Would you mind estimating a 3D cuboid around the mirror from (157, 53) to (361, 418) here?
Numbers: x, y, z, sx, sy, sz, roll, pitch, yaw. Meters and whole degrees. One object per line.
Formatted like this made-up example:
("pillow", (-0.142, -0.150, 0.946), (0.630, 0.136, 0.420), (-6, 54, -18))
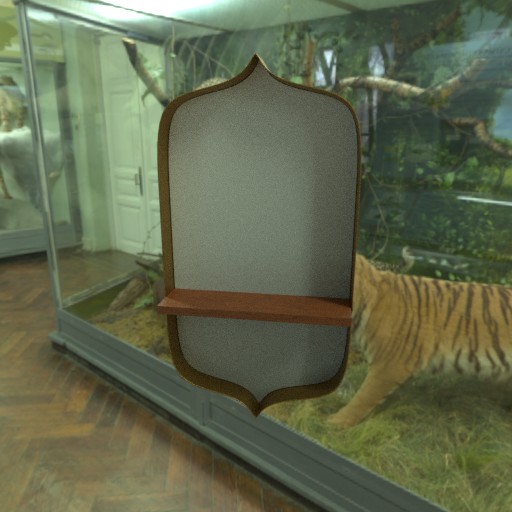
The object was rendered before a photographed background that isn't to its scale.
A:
("mirror", (0.000, 0.000, 0.729), (0.323, 0.613, 0.096), (3, 16, 9))
